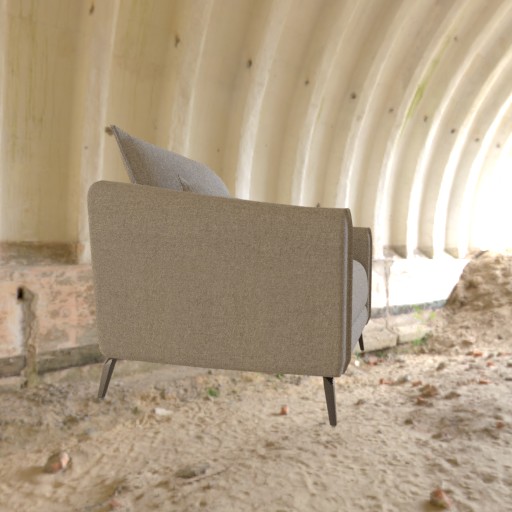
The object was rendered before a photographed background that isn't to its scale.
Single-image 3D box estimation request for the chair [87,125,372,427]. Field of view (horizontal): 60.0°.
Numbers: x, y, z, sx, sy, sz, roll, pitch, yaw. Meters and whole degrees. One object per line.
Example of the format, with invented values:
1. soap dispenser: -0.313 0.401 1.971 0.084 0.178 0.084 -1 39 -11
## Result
1. chair: 0.000 0.000 1.667 0.801 0.856 1.029 0 0 18
